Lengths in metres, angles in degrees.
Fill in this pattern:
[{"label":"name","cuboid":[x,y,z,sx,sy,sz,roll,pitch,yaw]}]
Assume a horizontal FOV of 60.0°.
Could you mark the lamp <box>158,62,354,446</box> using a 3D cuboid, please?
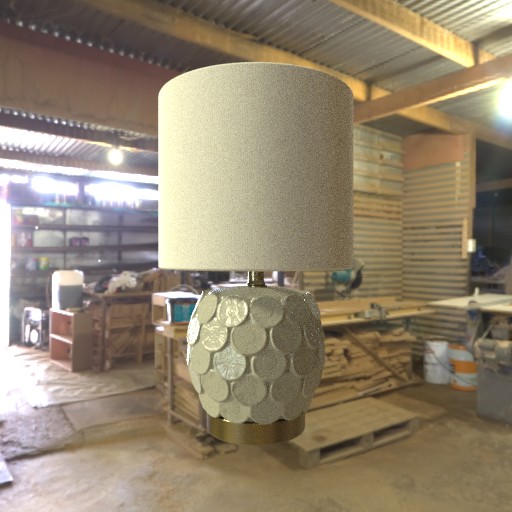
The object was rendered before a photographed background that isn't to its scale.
[{"label":"lamp","cuboid":[0.000,0.000,0.592,0.254,0.452,0.254,0,0,0]}]
